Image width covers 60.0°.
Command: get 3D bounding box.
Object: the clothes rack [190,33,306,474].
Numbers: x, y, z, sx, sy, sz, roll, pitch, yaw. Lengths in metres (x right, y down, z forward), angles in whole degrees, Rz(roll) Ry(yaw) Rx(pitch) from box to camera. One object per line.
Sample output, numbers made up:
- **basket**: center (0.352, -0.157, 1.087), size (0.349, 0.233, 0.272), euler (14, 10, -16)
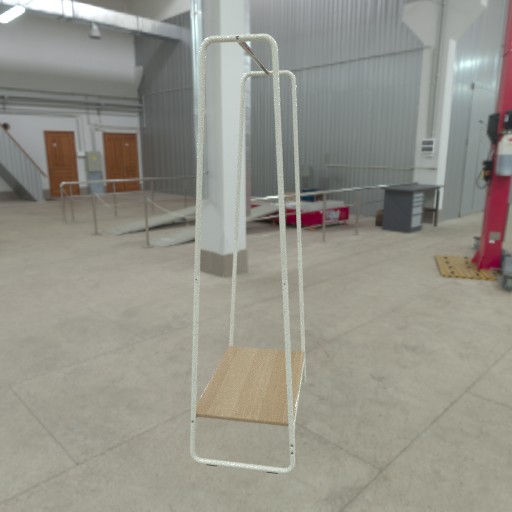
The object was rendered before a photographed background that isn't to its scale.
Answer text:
- **clothes rack**: center (0.000, 0.000, 1.792), size (0.400, 1.500, 0.640), euler (2, 13, 10)
